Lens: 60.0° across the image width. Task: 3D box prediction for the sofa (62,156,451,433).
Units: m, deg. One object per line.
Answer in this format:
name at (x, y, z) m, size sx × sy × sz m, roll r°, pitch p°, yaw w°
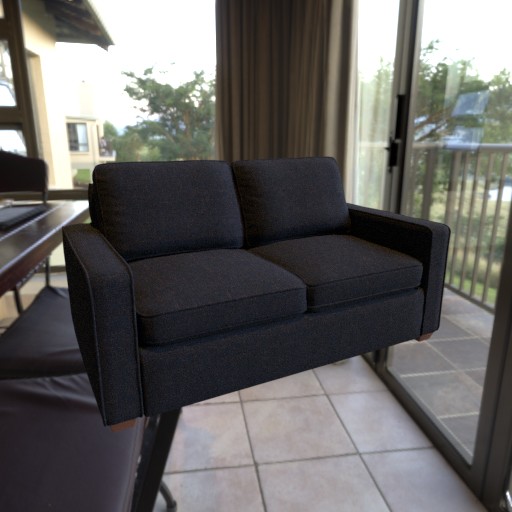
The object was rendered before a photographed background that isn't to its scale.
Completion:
sofa at (0.000, 0.000, 2.204) m, size 1.709 × 0.918 × 0.947 m, roll -8°, pitch 18°, yaw -27°
